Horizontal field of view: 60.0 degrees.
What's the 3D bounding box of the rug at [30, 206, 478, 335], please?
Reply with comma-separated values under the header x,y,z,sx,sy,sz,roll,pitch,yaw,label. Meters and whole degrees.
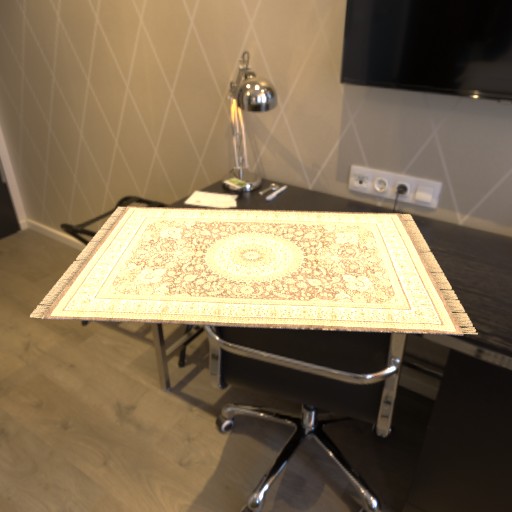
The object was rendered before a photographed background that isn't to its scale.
x,y,z,sx,sy,sz,roll,pitch,yaw,label
0.000,0.000,4.278,3.422,0.015,2.143,2,30,3,rug
